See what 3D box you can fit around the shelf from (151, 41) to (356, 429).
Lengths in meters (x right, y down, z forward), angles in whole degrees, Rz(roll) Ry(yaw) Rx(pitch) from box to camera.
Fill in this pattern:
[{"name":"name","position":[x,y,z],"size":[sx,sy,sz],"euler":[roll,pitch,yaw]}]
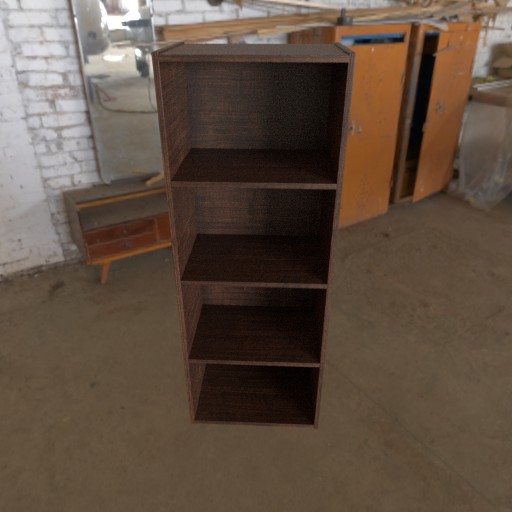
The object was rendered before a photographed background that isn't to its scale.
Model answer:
[{"name":"shelf","position":[0.000,0.000,1.283],"size":[0.415,1.099,0.290],"euler":[1,30,2]}]
